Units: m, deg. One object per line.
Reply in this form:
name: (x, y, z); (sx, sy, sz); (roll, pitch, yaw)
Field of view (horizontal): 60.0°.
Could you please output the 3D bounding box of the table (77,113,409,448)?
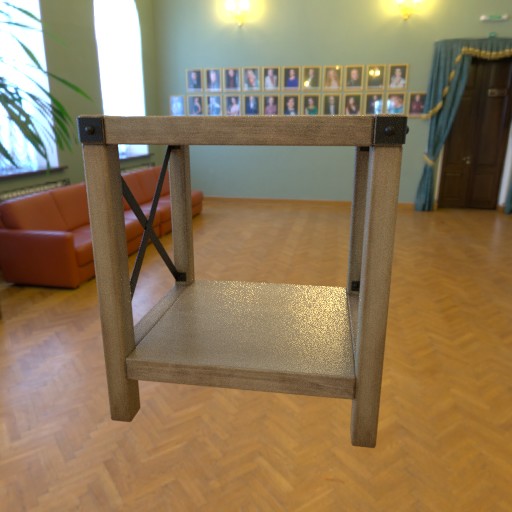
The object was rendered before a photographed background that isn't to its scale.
table: (0.000, 0.000, 0.938); (0.510, 0.561, 0.459); (3, 16, 9)
